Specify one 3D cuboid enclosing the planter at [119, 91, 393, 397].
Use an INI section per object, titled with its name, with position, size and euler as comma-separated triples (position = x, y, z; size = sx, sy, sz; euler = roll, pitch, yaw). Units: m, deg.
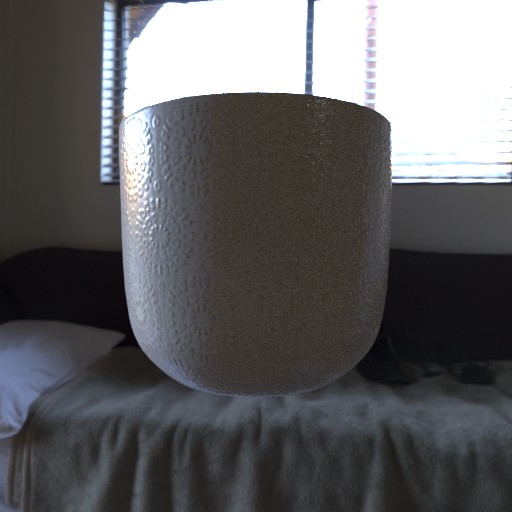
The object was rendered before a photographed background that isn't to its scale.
[planter]
position = 0.000, 0.000, 0.354
size = 0.208, 0.190, 0.208
euler = 0, 1, 0
